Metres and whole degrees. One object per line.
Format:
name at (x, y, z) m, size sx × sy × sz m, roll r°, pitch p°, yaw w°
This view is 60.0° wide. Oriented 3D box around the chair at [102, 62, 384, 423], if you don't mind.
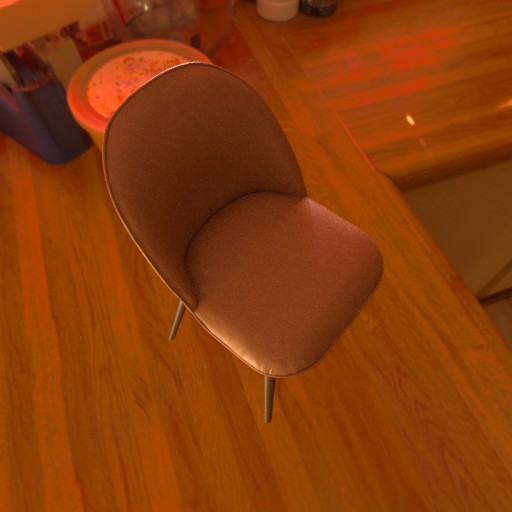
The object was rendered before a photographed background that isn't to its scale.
chair at (0.000, 0.000, 1.227) m, size 0.631 × 0.831 × 0.521 m, roll 35°, pitch 65°, yaw 19°
